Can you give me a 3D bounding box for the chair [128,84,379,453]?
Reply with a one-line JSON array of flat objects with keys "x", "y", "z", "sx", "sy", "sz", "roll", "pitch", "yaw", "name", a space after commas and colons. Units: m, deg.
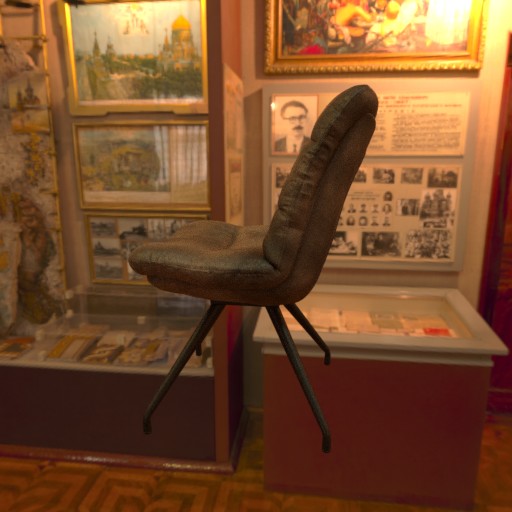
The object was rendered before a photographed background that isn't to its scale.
[{"x": 0.000, "y": 0.000, "z": 1.271, "sx": 0.622, "sy": 0.870, "sz": 0.549, "roll": 2, "pitch": 13, "yaw": 9, "name": "chair"}]
